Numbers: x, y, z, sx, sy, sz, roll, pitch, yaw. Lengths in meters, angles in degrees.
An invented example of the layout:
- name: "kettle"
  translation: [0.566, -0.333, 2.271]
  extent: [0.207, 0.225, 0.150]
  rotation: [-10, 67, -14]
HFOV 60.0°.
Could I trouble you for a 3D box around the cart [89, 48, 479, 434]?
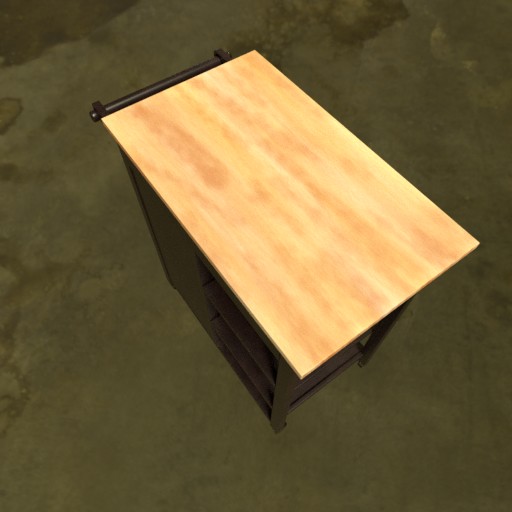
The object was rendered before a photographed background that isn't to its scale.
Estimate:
- name: "cart"
  translation: [0.000, 0.000, 1.404]
  extent: [0.472, 0.878, 0.914]
  rotation: [-32, 64, -18]
